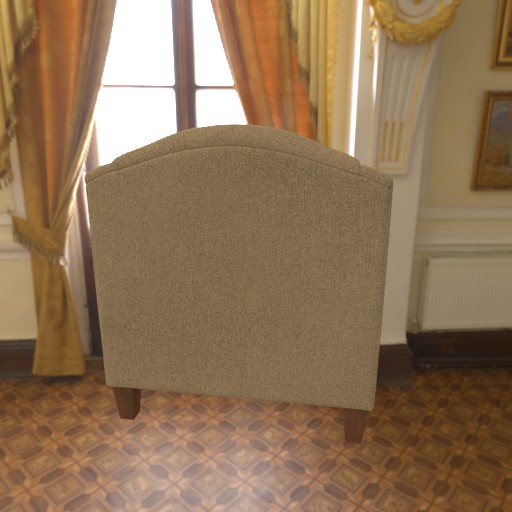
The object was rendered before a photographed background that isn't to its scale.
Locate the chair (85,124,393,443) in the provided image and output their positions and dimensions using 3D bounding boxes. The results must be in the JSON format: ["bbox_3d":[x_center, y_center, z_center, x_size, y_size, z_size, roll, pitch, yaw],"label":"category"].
[{"bbox_3d":[0.000,0.000,1.491,0.763,0.839,0.787,2,16,9],"label":"chair"}]
